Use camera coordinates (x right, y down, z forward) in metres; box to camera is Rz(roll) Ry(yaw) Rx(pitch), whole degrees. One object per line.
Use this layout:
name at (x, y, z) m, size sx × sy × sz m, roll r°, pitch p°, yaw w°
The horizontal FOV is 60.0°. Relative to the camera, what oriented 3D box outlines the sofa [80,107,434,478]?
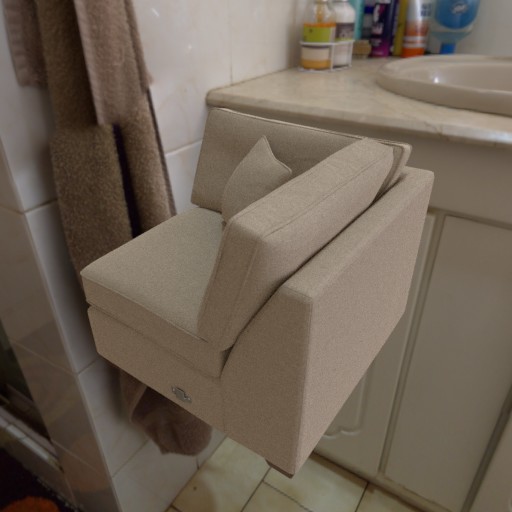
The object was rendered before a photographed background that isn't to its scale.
sofa at (0.000, 0.000, 1.912) m, size 1.084 × 1.002 × 1.146 m, roll 20°, pitch 37°, yaw 29°
